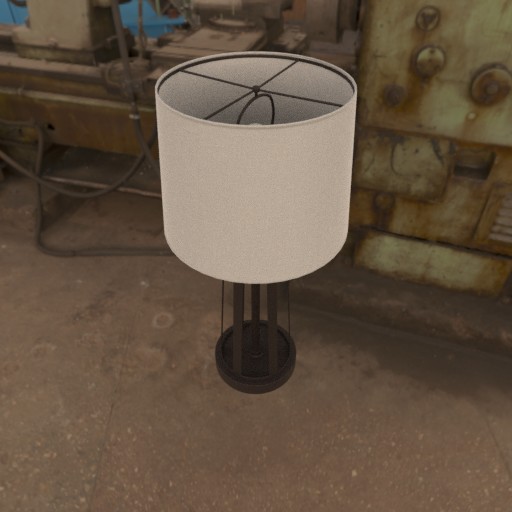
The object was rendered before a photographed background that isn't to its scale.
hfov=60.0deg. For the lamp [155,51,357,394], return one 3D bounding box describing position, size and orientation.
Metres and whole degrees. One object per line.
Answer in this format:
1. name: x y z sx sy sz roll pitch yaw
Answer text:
1. lamp: 0.000 0.000 0.657 0.251 0.509 0.251 0 41 0
